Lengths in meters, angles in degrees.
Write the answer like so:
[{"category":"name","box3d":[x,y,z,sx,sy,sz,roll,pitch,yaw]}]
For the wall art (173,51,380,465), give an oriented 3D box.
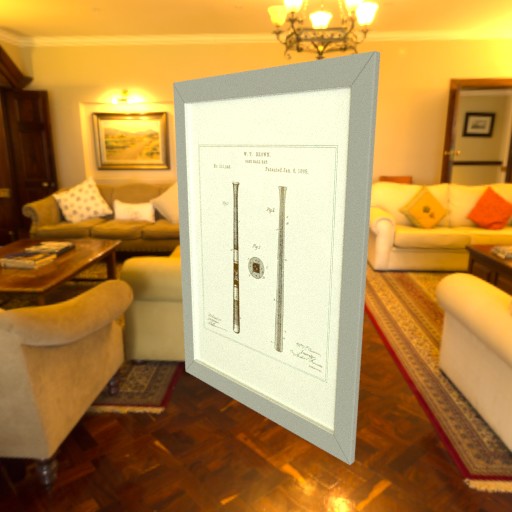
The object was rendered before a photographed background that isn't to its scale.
[{"category":"wall art","box3d":[0.000,0.000,0.677,0.374,0.529,0.012,13,20,42]}]
